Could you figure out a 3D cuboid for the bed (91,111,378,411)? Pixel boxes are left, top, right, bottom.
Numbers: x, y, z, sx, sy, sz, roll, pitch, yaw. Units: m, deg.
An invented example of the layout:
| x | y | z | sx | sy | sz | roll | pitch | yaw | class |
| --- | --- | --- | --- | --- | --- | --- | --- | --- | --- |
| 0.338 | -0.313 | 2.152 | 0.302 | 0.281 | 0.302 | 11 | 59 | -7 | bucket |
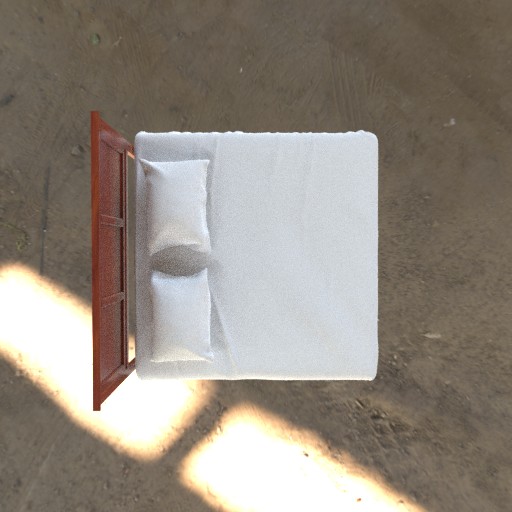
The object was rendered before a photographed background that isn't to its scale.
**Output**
| x | y | z | sx | sy | sz | roll | pitch | yaw | class |
| --- | --- | --- | --- | --- | --- | --- | --- | --- | --- |
| 0.000 | 0.000 | 3.589 | 2.219 | 1.271 | 2.314 | 0 | 91 | 0 | bed |
